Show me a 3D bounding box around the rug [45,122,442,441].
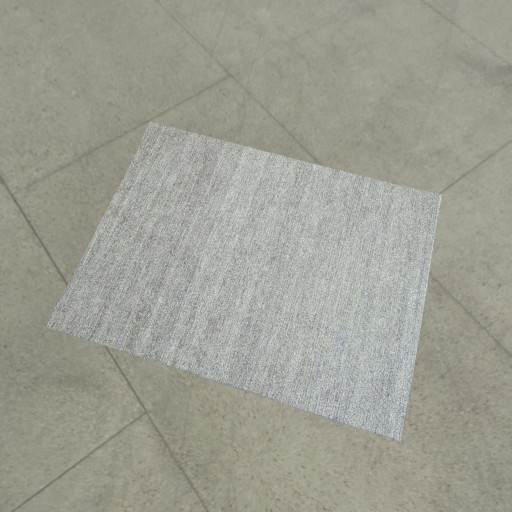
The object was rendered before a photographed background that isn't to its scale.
[{"bbox_3d":[0.000,0.000,4.209,3.202,0.045,2.434,16,66,7],"label":"rug"}]
